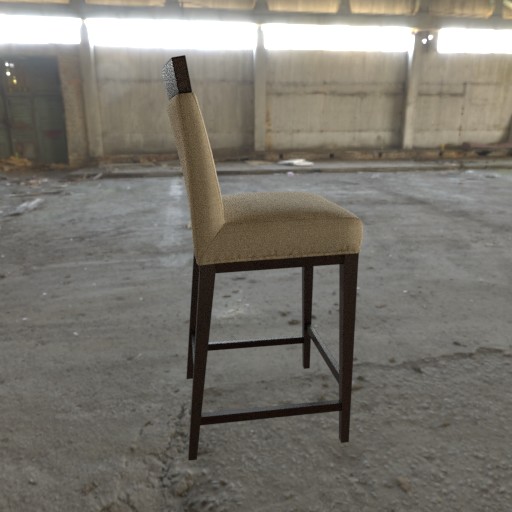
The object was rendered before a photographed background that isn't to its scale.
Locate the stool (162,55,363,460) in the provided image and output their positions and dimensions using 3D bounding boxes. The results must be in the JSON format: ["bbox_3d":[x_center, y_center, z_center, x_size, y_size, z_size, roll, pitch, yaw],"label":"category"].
[{"bbox_3d":[0.000,0.000,1.433,0.531,1.117,0.511,-3,17,-9],"label":"stool"}]
